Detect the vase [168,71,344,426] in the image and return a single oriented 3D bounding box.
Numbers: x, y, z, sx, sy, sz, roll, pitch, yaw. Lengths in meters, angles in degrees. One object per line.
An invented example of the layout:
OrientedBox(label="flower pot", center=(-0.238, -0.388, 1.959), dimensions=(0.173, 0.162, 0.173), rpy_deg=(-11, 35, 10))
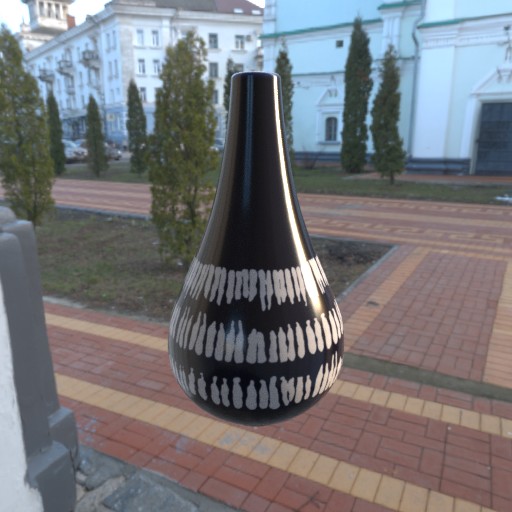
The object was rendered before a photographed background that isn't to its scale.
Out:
OrientedBox(label="vase", center=(0.000, 0.000, 0.386), dimensions=(0.159, 0.295, 0.159), rpy_deg=(0, 15, 0))
